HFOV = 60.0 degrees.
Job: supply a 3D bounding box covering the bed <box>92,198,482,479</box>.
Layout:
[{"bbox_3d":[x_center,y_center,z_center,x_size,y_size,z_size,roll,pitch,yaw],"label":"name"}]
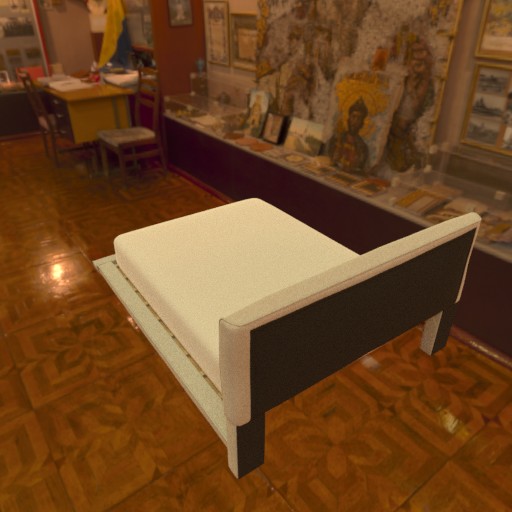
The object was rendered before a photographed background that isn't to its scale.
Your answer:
[{"bbox_3d":[0.000,0.000,3.324,1.840,1.067,2.368,-20,36,-29],"label":"bed"}]
